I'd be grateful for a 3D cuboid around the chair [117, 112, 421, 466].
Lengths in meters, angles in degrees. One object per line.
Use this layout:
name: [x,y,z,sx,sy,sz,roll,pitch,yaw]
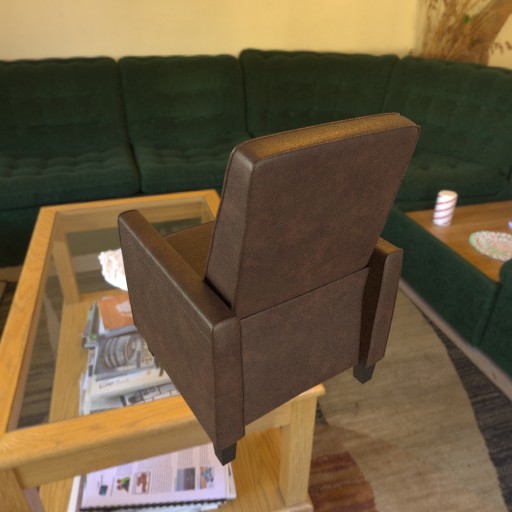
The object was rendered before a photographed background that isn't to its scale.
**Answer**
chair: [0.000,0.000,1.494,0.705,1.013,0.746,-19,36,-28]
